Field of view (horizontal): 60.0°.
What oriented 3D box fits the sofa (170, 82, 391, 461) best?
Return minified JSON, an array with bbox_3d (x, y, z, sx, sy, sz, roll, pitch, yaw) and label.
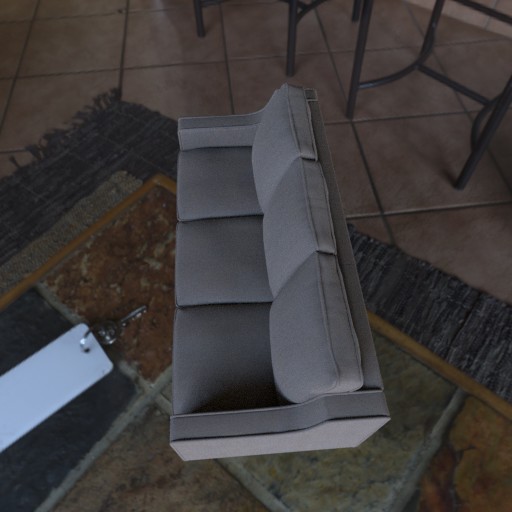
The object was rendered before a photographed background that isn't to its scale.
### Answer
[{"bbox_3d":[0.000,0.000,2.507,0.911,0.974,1.986,-4,58,-2],"label":"sofa"}]
